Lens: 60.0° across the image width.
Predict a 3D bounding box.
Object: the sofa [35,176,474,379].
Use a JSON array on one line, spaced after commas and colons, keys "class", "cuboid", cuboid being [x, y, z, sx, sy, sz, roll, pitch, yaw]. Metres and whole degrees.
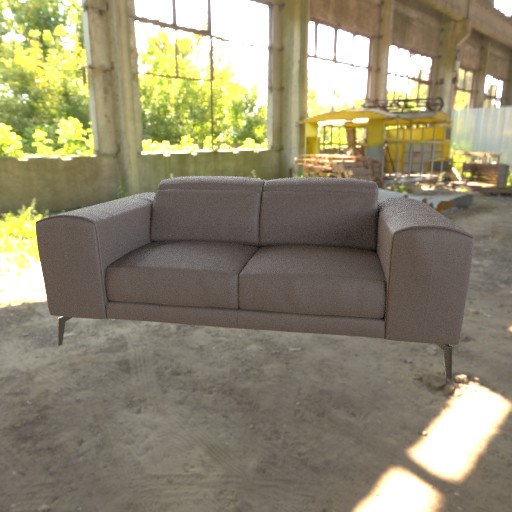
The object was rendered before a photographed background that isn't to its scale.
[{"class": "sofa", "cuboid": [0.000, 0.000, 2.361, 1.895, 0.779, 1.003, 3, 14, 10]}]
